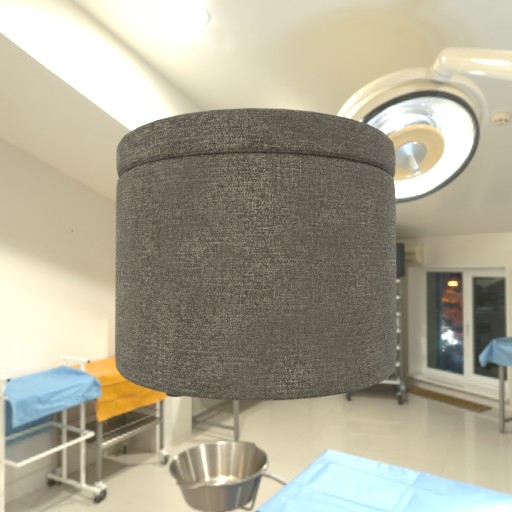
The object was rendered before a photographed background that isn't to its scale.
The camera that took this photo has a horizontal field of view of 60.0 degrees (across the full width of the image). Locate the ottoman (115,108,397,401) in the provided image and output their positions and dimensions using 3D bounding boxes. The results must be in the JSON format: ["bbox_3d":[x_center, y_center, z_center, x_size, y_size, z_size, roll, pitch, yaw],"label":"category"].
[{"bbox_3d":[0.000,0.000,0.828,0.500,0.419,0.500,0,-1,0],"label":"ottoman"}]
